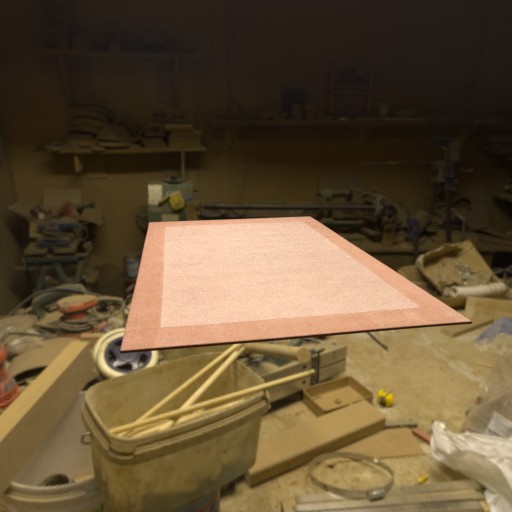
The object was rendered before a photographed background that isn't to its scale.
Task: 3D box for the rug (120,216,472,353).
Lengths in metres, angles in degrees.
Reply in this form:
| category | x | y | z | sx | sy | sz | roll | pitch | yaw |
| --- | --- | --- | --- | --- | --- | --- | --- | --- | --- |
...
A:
| category | x | y | z | sx | sy | sz | roll | pitch | yaw |
| --- | --- | --- | --- | --- | --- | --- | --- | --- | --- |
| rug | 0.000 | 0.000 | 3.001 | 1.524 | 0.014 | 2.438 | -3 | 17 | -10 |
